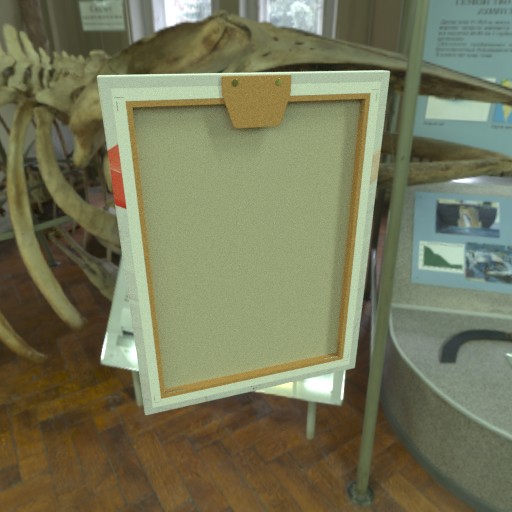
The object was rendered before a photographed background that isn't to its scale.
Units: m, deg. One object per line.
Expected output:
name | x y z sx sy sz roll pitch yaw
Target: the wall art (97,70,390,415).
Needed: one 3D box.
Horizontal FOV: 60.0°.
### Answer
wall art | 0.000 0.000 1.328 0.759 1.014 0.045 -8 26 -16
